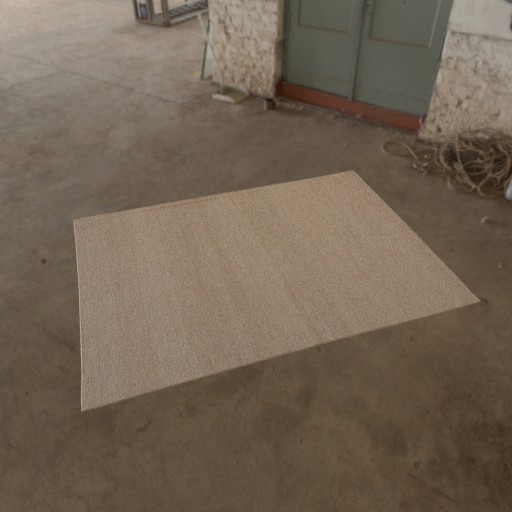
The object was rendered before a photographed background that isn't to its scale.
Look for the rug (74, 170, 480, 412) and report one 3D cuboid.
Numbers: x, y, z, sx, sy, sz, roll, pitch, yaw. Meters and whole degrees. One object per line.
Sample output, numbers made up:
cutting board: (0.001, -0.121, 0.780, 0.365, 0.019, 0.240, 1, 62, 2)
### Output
rug: (0.000, 0.000, 3.683, 2.869, 0.038, 2.032, -12, 42, -14)
